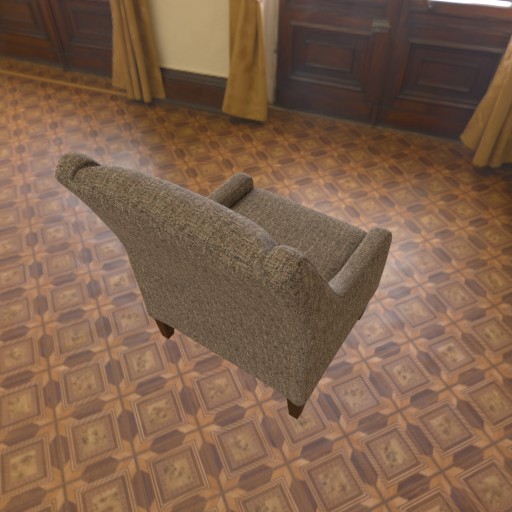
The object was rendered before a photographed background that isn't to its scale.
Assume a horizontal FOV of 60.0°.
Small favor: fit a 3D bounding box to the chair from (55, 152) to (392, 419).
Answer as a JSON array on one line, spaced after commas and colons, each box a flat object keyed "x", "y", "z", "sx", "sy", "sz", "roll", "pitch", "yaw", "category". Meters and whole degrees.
[{"x": 0.000, "y": 0.000, "z": 1.634, "sx": 0.774, "sy": 1.014, "sz": 0.870, "roll": 25, "pitch": 50, "yaw": 23, "category": "chair"}]
